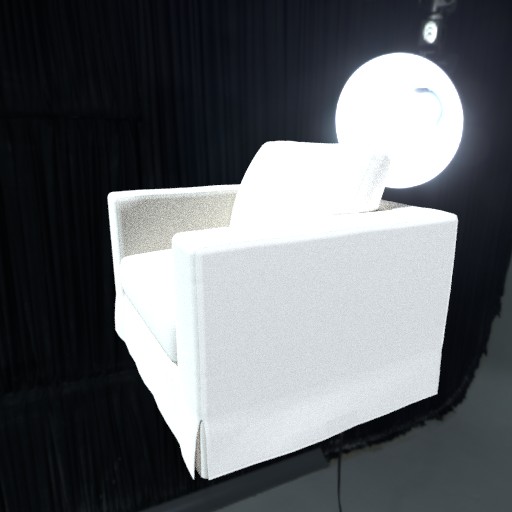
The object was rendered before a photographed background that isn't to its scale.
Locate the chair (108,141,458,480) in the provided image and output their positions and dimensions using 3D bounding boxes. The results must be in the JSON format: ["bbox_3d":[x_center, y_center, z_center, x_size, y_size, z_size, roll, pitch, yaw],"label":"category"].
[{"bbox_3d":[0.000,0.000,1.768,0.957,0.878,1.150,-8,18,-27],"label":"chair"}]
